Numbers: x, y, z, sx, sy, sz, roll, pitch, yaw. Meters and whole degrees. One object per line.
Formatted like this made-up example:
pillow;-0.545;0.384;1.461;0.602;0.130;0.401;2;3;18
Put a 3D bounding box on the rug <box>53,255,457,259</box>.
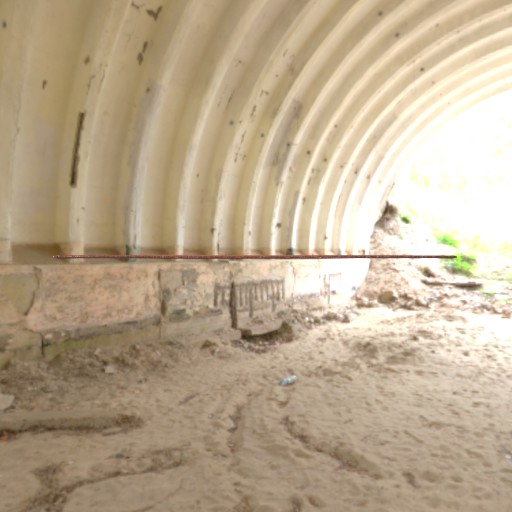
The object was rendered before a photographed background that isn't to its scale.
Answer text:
rug;0.000;0.000;5.043;2.803;0.025;3.965;0;0;0
